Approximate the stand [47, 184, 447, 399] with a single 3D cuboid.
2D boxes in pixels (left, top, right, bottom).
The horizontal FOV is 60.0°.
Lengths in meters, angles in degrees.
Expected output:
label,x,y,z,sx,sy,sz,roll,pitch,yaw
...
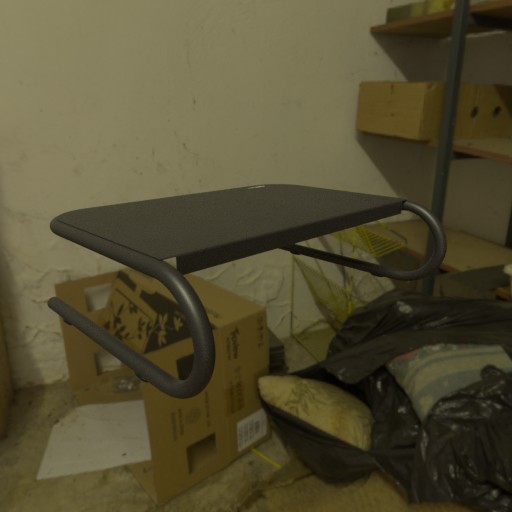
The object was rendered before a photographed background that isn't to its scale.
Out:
label,x,y,z,sx,sy,sz,roll,pitch,yaw
stand,0.000,0.000,0.500,0.370,0.108,0.280,-16,23,-42
